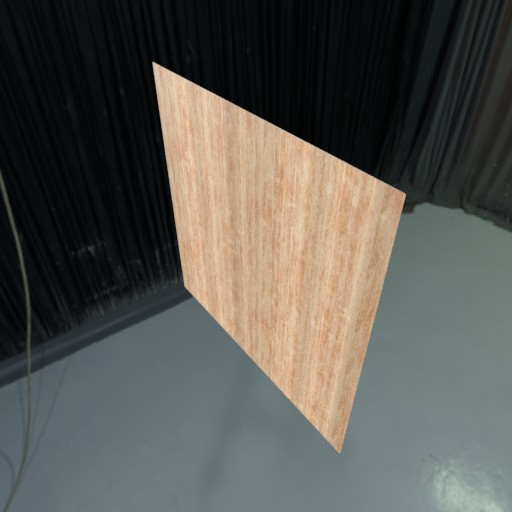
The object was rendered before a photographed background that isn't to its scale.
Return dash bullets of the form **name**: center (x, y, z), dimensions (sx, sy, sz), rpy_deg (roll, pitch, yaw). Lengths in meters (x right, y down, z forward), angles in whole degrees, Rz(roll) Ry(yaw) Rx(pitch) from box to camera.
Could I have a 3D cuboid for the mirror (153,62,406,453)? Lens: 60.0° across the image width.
- **mirror**: center (0.000, 0.000, 0.950), dimensions (0.047, 0.651, 0.651), rpy_deg (-26, 47, -28)
